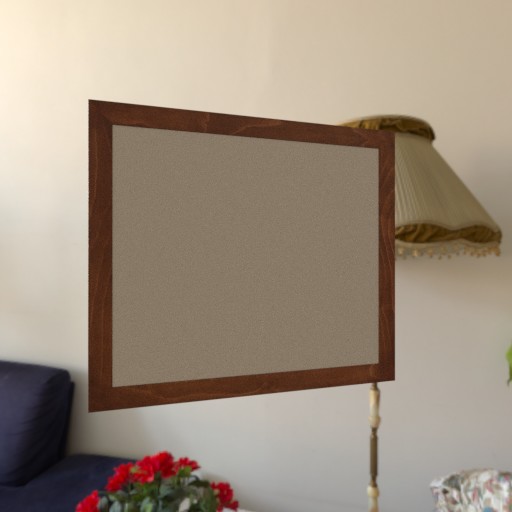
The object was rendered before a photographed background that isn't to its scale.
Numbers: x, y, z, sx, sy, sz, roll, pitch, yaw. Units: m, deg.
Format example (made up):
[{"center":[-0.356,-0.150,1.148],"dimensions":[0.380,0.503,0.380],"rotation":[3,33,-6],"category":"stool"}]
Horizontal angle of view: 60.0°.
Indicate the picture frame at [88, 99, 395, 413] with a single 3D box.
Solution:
[{"center":[0.000,0.000,0.539],"dimensions":[0.381,0.330,0.025],"rotation":[0,0,-19],"category":"picture frame"}]
